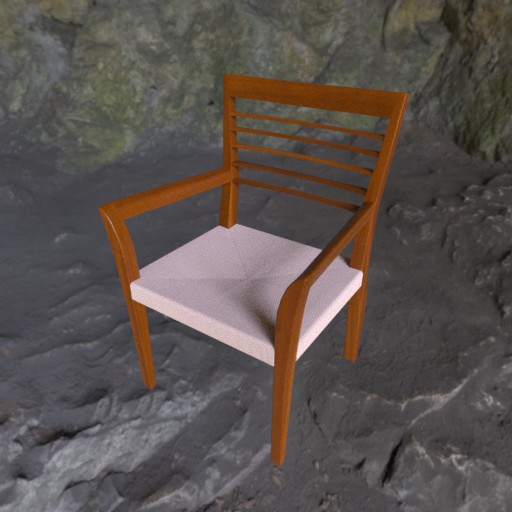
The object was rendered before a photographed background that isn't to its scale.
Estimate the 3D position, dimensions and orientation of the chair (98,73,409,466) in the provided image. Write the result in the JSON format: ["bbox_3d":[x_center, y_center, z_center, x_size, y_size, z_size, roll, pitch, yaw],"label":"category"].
[{"bbox_3d":[0.000,0.000,1.241,0.587,0.855,0.540,19,35,29],"label":"chair"}]
